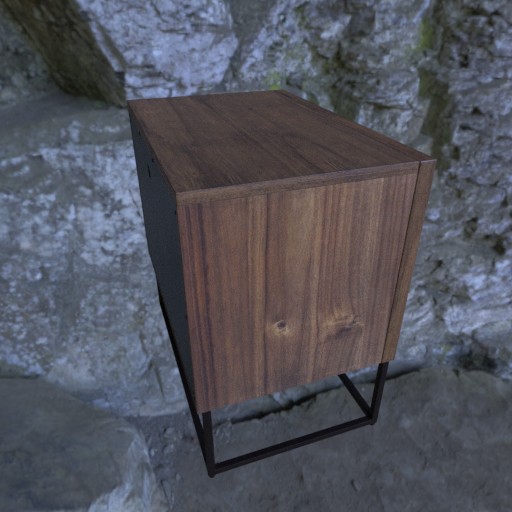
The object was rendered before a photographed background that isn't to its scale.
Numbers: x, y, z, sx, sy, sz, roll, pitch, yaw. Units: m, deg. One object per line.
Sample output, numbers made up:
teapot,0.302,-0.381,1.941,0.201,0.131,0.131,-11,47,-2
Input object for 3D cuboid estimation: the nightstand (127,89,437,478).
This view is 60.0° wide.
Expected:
nightstand,0.000,0.000,1.025,0.437,0.610,0.610,-10,32,-17
